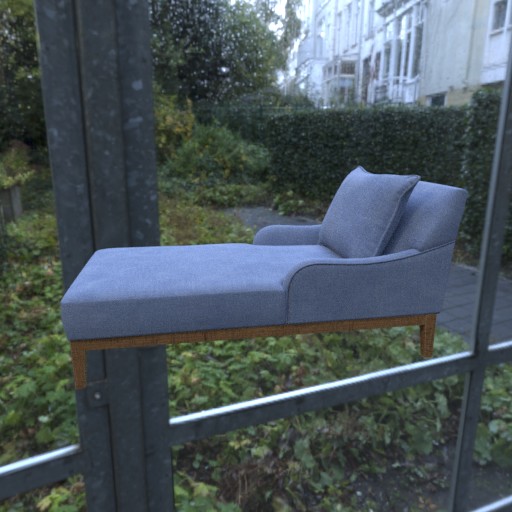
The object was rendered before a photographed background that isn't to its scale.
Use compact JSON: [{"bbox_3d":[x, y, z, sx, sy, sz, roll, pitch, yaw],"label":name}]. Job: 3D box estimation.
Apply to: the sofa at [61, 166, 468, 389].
[{"bbox_3d":[0.000,0.000,2.340,1.779,0.883,0.904,-3,15,-10],"label":"sofa"}]
